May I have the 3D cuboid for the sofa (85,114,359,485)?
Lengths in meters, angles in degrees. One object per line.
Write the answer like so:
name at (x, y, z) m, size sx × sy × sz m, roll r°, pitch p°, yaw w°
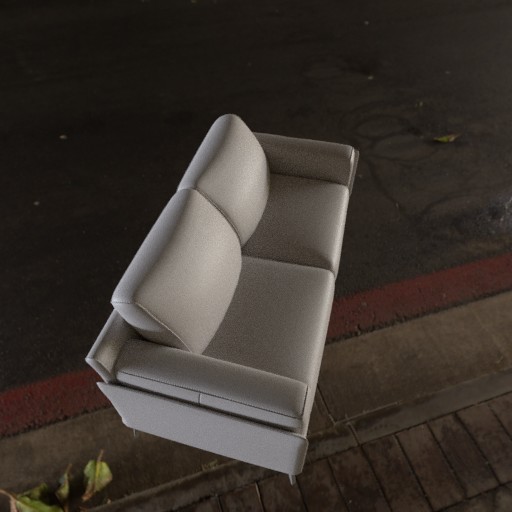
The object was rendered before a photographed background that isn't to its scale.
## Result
sofa at (0.000, 0.000, 2.591) m, size 1.049 × 0.930 × 2.101 m, roll 11°, pitch 49°, yaw 10°
